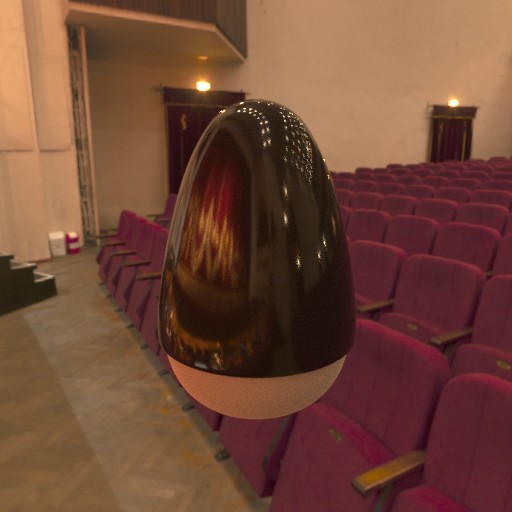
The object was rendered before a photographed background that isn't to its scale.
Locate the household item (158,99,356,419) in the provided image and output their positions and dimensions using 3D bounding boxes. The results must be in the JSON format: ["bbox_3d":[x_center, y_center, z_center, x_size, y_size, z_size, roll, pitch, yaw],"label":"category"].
[{"bbox_3d":[0.000,0.000,0.226,0.102,0.152,0.104,-7,15,-27],"label":"household item"}]
